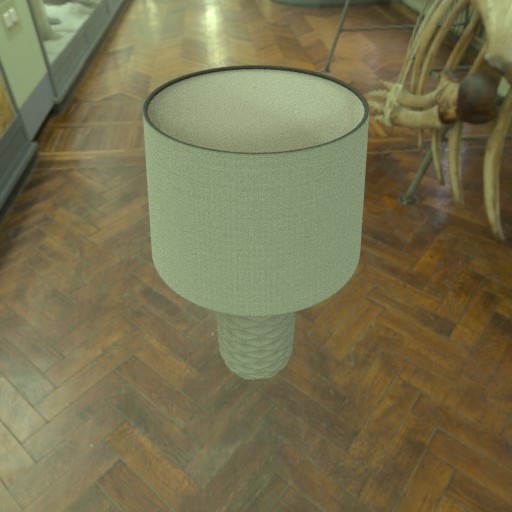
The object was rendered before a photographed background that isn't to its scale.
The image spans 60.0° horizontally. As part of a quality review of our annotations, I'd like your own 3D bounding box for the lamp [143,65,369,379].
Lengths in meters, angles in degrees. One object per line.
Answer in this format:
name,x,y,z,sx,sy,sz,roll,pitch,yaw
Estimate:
lamp,0.000,0.000,0.838,0.376,0.594,0.376,0,41,0
